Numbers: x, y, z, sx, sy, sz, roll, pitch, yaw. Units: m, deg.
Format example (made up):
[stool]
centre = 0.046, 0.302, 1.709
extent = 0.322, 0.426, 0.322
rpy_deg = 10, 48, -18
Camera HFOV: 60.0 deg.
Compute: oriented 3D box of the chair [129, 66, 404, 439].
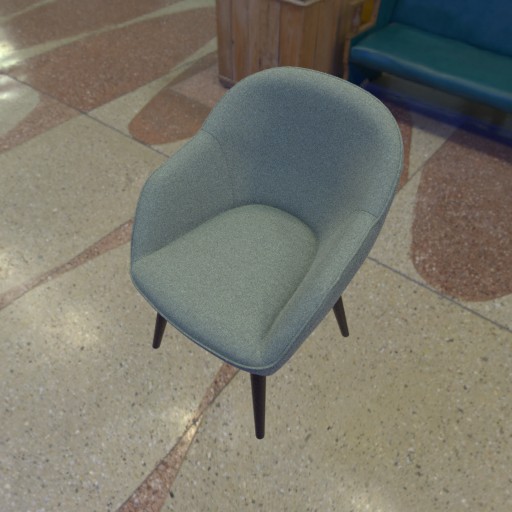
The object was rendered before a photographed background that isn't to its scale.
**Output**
[chair]
centre = 0.000, 0.000, 1.232
extent = 0.589, 0.810, 0.611
rpy_deg = 32, 55, 26
